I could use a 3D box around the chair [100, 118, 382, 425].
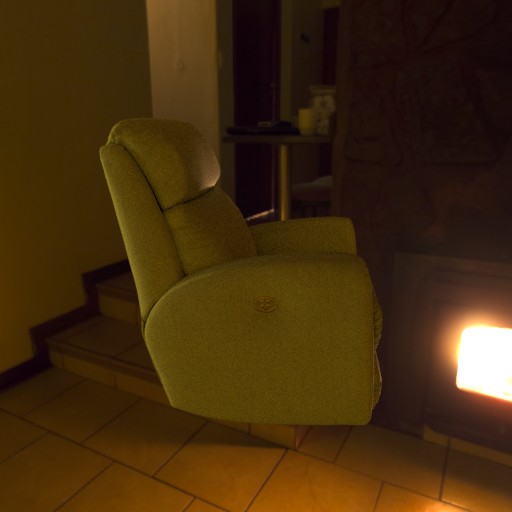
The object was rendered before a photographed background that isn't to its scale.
[{"bbox_3d":[0.000,0.000,1.720,0.940,1.016,0.794,2,15,8],"label":"chair"}]
